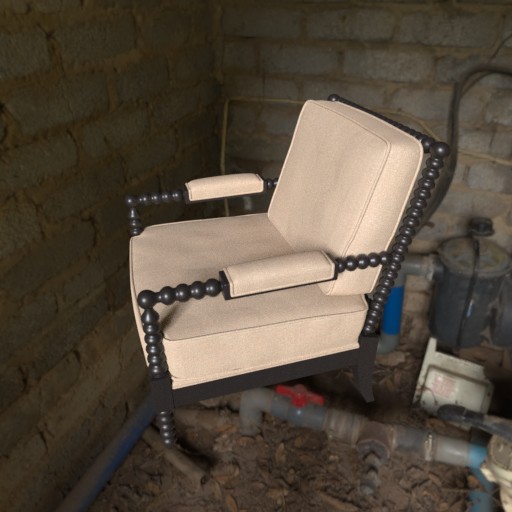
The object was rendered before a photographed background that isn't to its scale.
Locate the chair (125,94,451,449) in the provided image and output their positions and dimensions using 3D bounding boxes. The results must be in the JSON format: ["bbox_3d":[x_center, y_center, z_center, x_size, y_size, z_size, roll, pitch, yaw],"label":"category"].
[{"bbox_3d":[0.000,0.000,1.173,0.657,0.703,0.555,-9,32,-14],"label":"chair"}]
